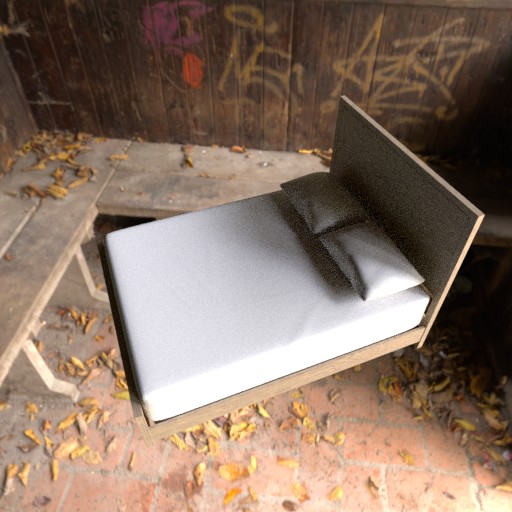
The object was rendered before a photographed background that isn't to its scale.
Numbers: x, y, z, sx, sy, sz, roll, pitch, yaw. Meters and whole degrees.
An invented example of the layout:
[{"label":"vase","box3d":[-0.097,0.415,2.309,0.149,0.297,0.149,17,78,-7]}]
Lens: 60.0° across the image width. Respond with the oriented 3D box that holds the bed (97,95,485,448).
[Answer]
[{"label":"bed","box3d":[0.000,0.000,3.272,2.189,1.369,1.606,-16,48,-15]}]
